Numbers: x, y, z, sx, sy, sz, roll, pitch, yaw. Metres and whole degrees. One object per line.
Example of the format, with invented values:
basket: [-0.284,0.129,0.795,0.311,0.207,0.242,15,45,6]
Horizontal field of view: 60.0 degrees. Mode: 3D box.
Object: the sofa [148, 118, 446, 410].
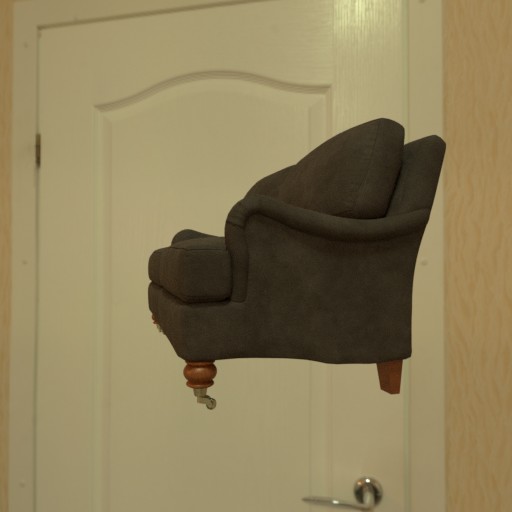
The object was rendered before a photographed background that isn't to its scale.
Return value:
sofa: [0.000,0.000,2.465,1.084,1.101,1.853,0,-1,-17]
